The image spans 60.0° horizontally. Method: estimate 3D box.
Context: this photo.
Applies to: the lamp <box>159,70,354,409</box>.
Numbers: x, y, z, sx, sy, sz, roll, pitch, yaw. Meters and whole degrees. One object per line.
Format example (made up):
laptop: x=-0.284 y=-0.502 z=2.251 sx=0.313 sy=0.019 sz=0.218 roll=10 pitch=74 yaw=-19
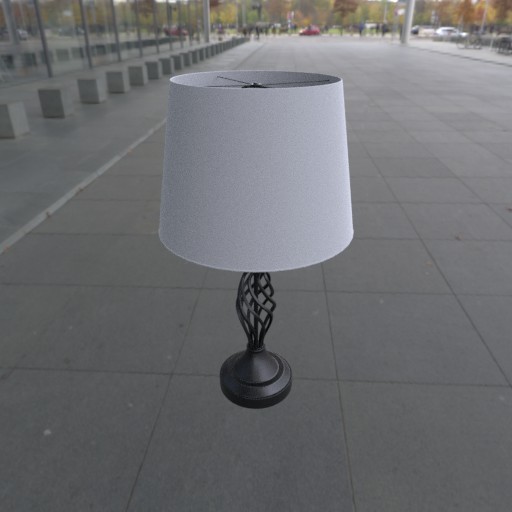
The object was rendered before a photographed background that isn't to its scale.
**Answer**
lamp: x=0.000 y=0.000 z=0.793 sx=0.331 sy=0.594 sz=0.331 roll=0 pitch=27 yaw=0
